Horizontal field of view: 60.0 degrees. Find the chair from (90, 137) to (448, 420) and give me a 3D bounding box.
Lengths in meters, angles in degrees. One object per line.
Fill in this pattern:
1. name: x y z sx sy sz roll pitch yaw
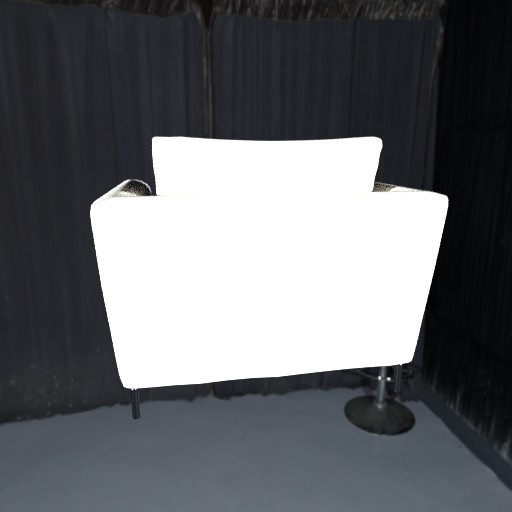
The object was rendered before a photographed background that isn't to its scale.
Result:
1. chair: 0.000 0.000 1.688 1.041 0.865 0.889 -2 13 -10
